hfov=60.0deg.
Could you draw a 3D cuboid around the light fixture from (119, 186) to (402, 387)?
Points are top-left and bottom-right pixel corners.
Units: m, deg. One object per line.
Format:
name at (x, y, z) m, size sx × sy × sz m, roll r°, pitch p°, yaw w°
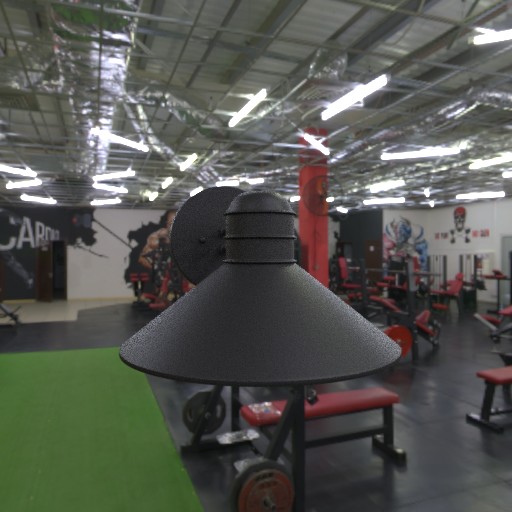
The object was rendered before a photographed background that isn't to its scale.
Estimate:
light fixture at (0.000, 0.000, 0.669) m, size 0.396 × 0.265 × 0.434 m, roll 0°, pitch 1°, yaw -18°
